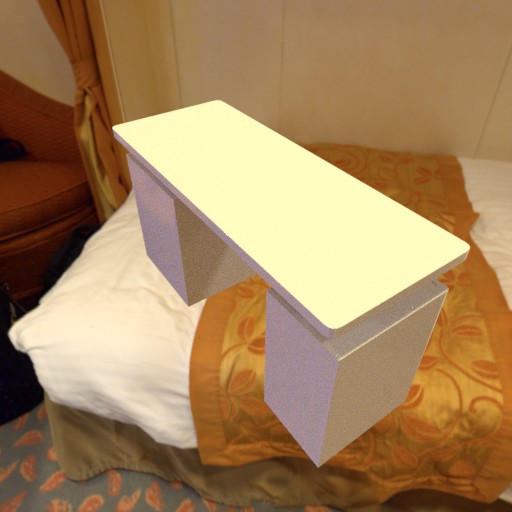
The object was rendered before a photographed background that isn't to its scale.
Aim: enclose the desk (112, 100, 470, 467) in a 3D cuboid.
[{"bbox_3d":[0.000,0.000,1.837,0.550,0.762,1.400,-24,46,-26],"label":"desk"}]
